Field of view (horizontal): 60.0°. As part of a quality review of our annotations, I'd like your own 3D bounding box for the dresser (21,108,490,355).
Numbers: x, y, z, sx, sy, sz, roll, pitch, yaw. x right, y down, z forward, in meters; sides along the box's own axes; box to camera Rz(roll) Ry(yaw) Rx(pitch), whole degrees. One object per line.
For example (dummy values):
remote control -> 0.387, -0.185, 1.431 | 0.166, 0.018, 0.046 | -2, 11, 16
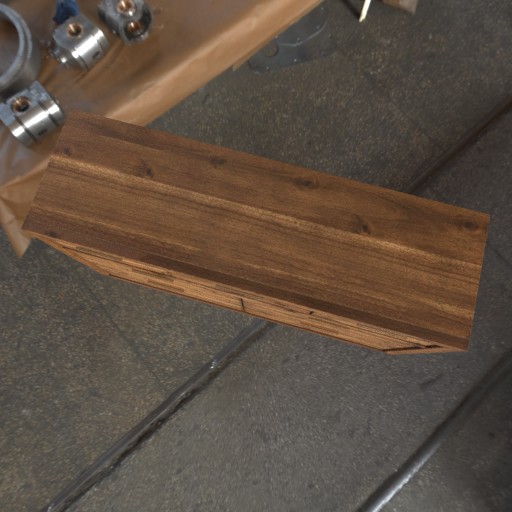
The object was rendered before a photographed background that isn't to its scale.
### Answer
dresser -> 0.000, 0.000, 1.805 | 1.387, 0.892, 0.438 | 15, 77, 4
